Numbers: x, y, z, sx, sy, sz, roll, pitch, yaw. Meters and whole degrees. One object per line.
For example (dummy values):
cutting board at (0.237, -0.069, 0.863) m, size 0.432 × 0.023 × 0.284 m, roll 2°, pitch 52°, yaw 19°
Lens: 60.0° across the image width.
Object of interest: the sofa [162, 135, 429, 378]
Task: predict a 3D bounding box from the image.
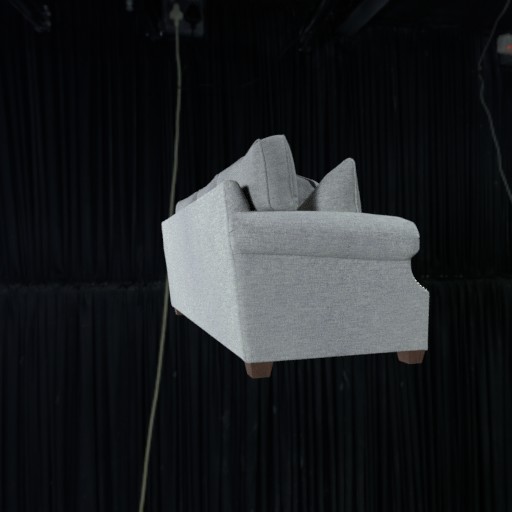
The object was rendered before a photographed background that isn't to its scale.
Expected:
sofa at (0.000, 0.000, 2.863) m, size 0.965 × 0.975 × 2.312 m, roll 0°, pitch 0°, yaw -18°
